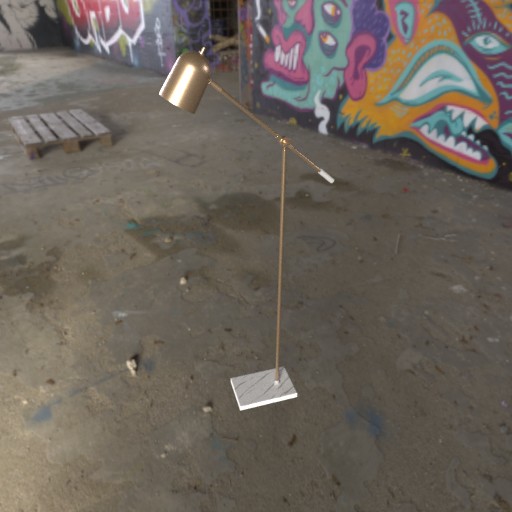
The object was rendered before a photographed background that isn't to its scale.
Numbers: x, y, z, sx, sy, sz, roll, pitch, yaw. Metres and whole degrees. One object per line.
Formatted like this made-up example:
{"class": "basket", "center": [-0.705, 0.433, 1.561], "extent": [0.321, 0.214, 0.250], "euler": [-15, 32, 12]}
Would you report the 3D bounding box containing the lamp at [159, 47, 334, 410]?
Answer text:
{"class": "lamp", "center": [0.000, 0.000, 1.850], "extent": [0.653, 1.594, 0.194], "euler": [-9, 32, -14]}
